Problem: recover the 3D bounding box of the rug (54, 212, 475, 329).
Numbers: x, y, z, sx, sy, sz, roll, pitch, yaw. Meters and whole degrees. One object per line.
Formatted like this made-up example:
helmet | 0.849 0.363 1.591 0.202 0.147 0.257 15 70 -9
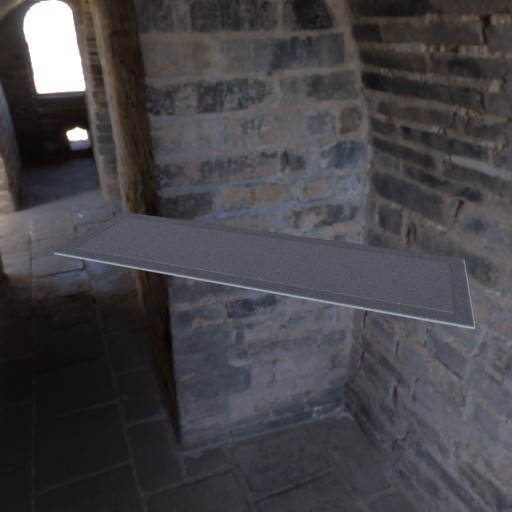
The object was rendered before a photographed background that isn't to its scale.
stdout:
rug | 0.000 0.000 2.744 2.430 0.012 0.759 9 28 17
